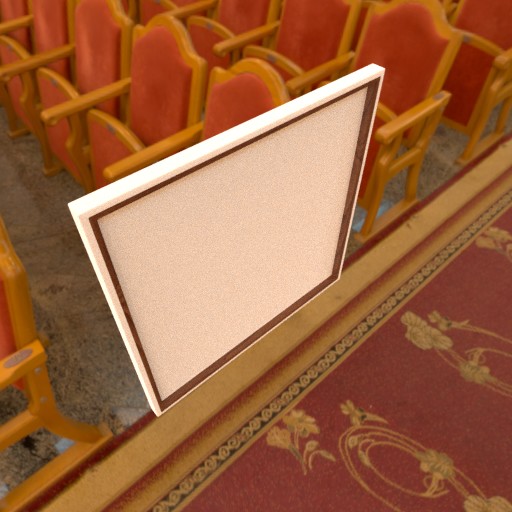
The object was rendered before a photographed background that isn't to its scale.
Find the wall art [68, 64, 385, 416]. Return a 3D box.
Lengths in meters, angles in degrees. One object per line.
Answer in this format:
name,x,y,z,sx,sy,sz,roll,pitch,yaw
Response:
wall art,0.000,0.000,1.134,0.757,0.757,0.037,-33,55,-26
